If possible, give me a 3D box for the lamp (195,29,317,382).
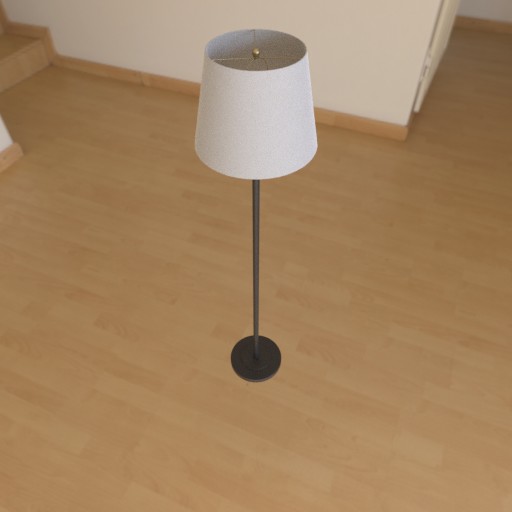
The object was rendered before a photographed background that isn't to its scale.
[{"bbox_3d":[0.000,0.000,1.610,0.348,1.473,0.348,-2,47,-1],"label":"lamp"}]
